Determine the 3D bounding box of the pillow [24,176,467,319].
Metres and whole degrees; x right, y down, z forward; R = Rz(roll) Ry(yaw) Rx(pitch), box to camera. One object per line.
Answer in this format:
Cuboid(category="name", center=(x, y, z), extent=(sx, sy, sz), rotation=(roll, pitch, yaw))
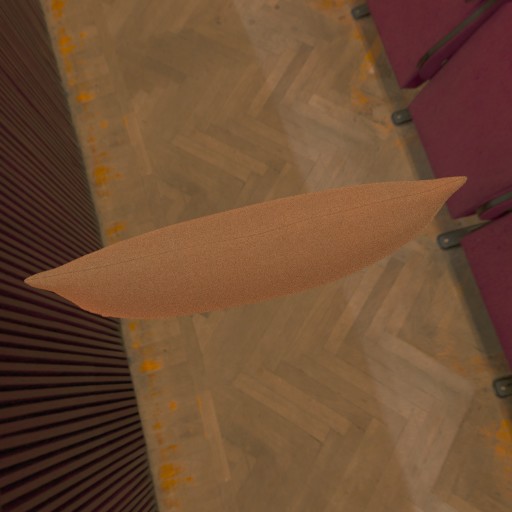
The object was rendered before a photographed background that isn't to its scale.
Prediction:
Cuboid(category="pillow", center=(0.000, 0.000, 0.727), extent=(0.612, 0.308, 0.148), rotation=(-14, 75, -4))
